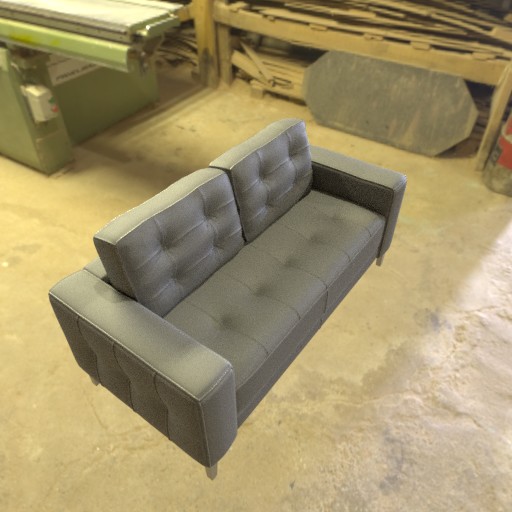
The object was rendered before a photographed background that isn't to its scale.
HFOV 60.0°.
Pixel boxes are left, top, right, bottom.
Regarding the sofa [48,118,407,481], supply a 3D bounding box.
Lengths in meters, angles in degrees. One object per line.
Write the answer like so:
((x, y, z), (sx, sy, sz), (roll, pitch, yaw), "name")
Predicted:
((0.000, 0.000, 2.193), (0.833, 0.893, 1.726), (26, 47, 27), "sofa")
